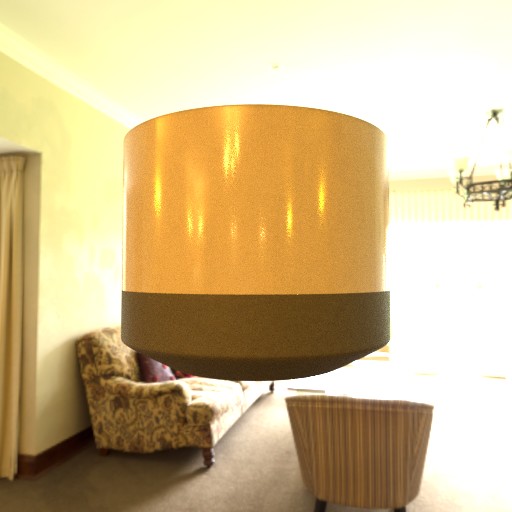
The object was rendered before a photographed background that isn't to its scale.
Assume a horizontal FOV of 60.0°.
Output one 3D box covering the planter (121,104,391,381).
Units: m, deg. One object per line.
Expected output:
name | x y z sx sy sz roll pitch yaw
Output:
planter | 0.000 0.000 0.222 0.128 0.105 0.128 0 -2 0
